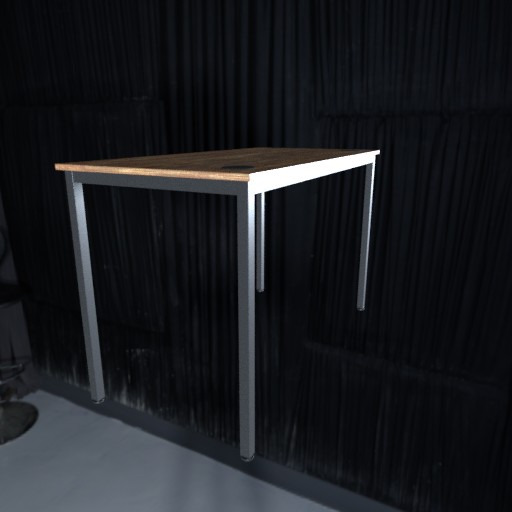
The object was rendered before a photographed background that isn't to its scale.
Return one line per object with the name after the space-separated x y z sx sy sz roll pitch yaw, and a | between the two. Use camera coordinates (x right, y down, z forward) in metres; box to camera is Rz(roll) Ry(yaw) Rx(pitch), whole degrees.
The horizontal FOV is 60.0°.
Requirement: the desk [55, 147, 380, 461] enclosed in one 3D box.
0.000 0.000 1.679 0.600 0.749 1.200 8 18 27 | desk
